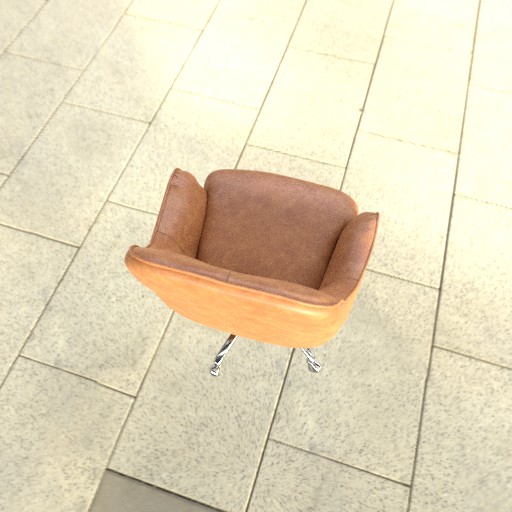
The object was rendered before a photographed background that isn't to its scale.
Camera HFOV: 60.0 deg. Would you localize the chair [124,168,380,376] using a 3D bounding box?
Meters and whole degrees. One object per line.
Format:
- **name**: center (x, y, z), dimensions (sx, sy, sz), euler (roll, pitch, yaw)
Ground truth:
- **chair**: center (0.000, 0.000, 1.327), dimensions (0.628, 0.909, 0.615), euler (14, 64, 7)
